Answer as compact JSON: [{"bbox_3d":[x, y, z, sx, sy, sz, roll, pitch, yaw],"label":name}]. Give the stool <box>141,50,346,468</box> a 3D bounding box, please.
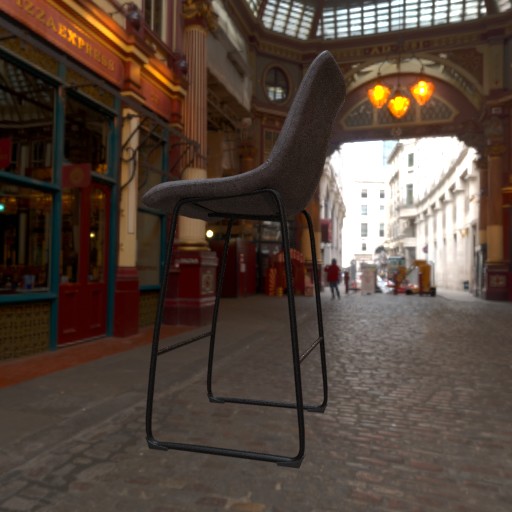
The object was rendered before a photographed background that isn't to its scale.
[{"bbox_3d":[0.000,0.000,1.399,0.561,1.082,0.514,0,-1,17],"label":"stool"}]
